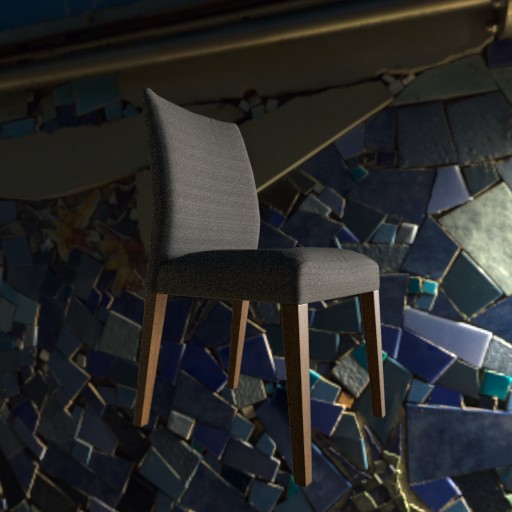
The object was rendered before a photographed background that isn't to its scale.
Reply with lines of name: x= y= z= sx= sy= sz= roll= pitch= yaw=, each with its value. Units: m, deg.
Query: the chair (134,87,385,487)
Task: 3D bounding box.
chair: x=0.000 y=0.000 z=1.270 sx=0.585 sy=0.940 sz=0.496 roll=0 pitch=0 yaw=35
